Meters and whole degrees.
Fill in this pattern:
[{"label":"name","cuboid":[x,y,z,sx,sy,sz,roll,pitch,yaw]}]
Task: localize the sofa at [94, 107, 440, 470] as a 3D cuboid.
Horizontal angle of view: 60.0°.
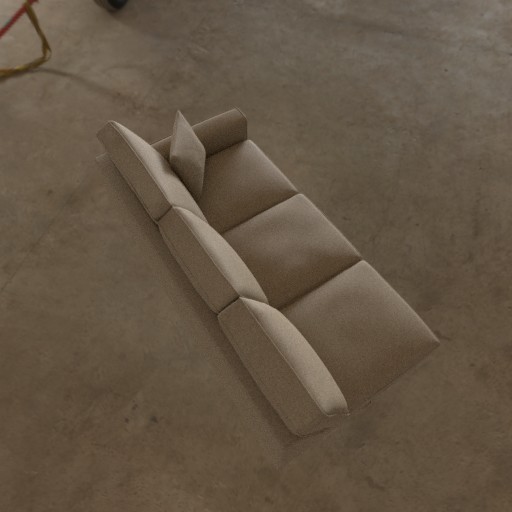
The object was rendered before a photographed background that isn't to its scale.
[{"label":"sofa","cuboid":[0.000,0.000,2.547,1.034,0.946,1.963,-29,62,-17]}]
